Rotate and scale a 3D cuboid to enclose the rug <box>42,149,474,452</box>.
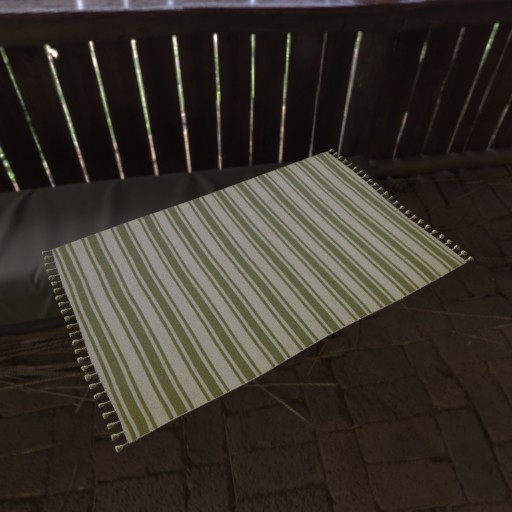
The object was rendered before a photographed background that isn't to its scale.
[{"bbox_3d":[0.000,0.000,2.240,1.875,0.013,1.162,-23,51,-21],"label":"rug"}]
